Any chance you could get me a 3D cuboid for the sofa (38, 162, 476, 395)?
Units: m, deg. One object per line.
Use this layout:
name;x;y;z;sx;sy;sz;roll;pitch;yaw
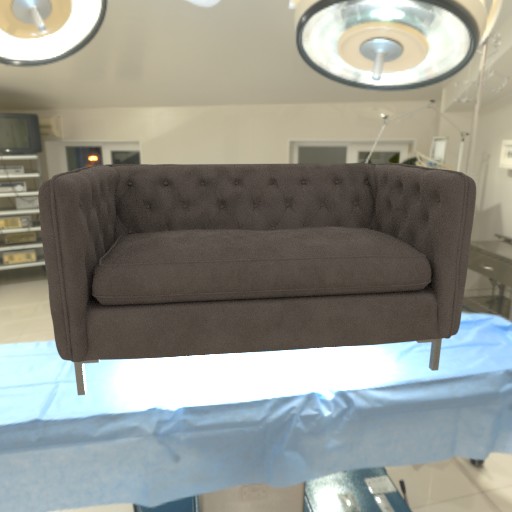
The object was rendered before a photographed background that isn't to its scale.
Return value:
sofa;0.000;0.000;2.029;1.583;0.810;0.909;-2;15;-7
